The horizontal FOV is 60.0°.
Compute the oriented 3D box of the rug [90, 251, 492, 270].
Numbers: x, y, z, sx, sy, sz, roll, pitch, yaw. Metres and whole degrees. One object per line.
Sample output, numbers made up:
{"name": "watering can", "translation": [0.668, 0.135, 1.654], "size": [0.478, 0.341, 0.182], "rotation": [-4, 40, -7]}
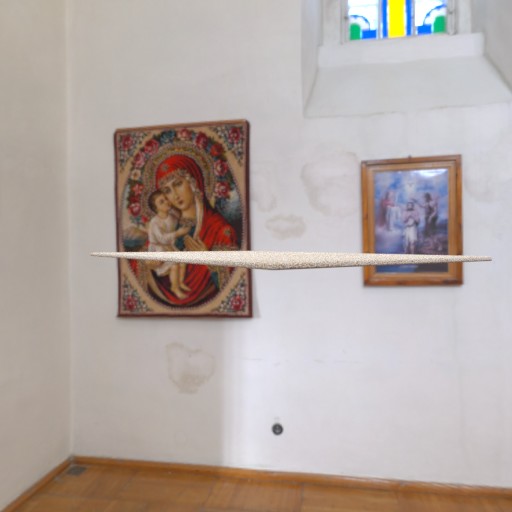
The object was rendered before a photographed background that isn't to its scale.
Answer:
{"name": "rug", "translation": [0.000, 0.000, 3.431], "size": [1.778, 0.030, 2.743], "rotation": [-1, 2, -35]}
